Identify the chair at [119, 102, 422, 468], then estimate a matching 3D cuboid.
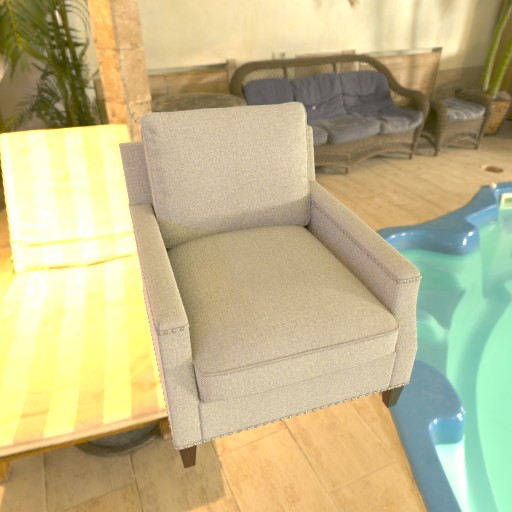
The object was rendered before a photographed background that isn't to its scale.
[{"bbox_3d":[0.000,0.000,1.681,0.853,0.943,1.014,-10,33,-16],"label":"chair"}]
